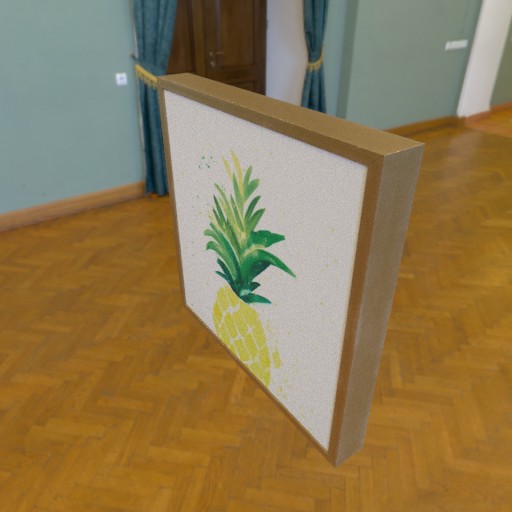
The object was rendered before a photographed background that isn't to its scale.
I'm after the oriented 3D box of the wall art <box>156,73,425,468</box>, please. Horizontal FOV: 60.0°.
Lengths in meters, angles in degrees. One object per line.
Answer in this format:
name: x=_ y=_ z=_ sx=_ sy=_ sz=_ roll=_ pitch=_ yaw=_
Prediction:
wall art: x=0.000 y=0.000 z=0.451 sx=0.038 sy=0.305 sz=0.306 roll=-21 pitch=38 yaw=-30
